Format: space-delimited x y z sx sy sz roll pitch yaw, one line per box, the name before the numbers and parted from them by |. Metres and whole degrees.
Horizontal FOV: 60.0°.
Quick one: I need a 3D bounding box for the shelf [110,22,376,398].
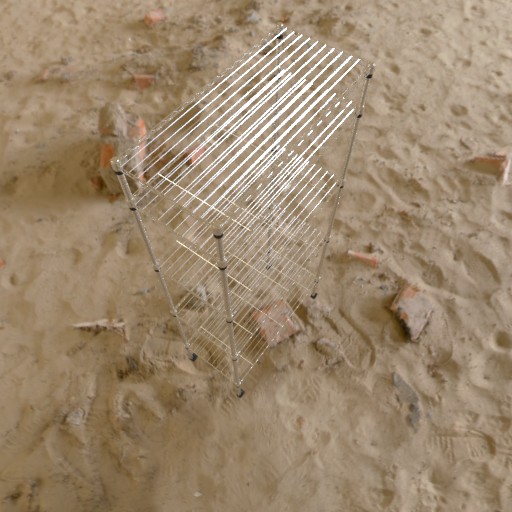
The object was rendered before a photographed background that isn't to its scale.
shelf | 0.000 0.000 1.885 0.356 1.587 0.762 32 64 18
